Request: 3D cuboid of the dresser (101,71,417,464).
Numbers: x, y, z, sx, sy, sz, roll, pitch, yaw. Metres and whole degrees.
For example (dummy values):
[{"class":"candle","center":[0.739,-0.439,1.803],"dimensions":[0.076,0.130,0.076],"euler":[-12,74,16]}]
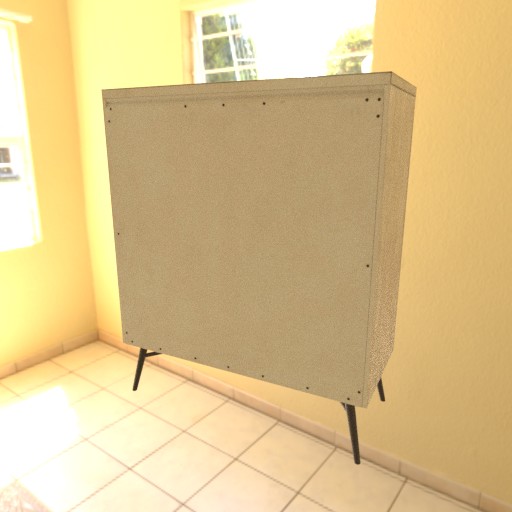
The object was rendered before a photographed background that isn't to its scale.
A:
[{"class":"dresser","center":[0.000,0.000,1.717],"dimensions":[1.016,1.219,0.457],"euler":[8,17,26]}]
